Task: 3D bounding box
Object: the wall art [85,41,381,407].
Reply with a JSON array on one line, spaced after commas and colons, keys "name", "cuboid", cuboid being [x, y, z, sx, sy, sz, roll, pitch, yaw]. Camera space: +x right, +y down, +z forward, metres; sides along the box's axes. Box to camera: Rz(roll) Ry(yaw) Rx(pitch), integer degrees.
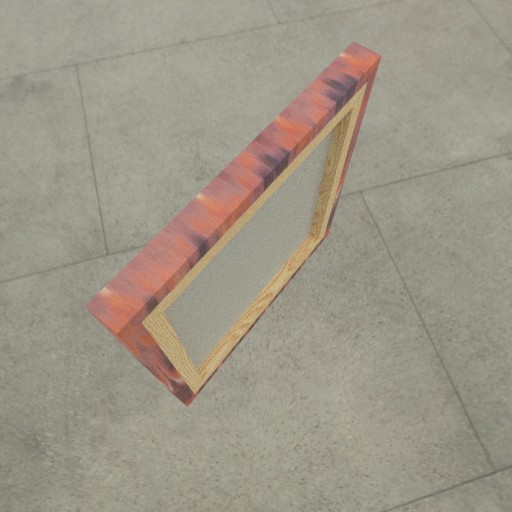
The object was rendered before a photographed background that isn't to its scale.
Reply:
[{"name": "wall art", "cuboid": [0.000, 0.000, 0.606, 0.038, 0.406, 0.403, 35, 69, 16]}]
